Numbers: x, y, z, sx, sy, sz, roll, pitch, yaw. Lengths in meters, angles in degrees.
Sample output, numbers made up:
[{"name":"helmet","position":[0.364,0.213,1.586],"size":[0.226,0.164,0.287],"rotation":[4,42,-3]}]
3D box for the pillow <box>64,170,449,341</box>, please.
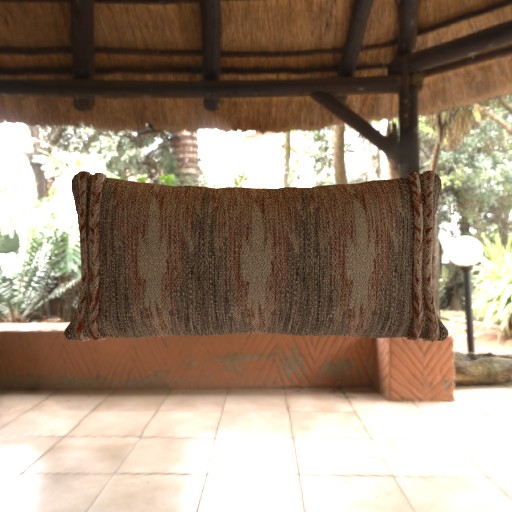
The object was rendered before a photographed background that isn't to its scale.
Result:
[{"name":"pillow","position":[0.000,0.000,0.737],"size":[0.635,0.282,0.139],"rotation":[0,-1,0]}]
